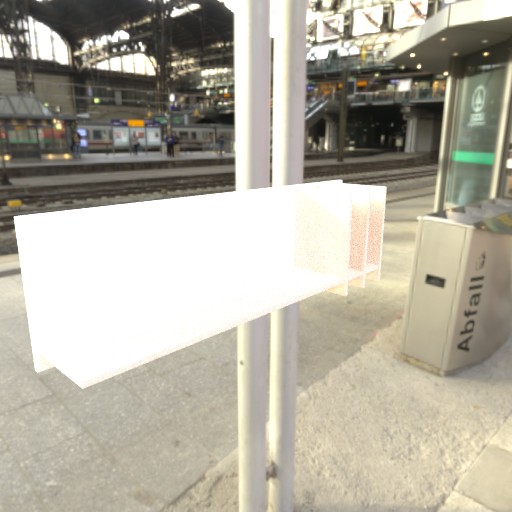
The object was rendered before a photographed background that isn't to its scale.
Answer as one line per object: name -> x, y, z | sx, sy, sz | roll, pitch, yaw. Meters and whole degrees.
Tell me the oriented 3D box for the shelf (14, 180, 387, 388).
shelf -> 0.000, 0.000, 1.105 | 0.200, 0.300, 1.020 | 14, 20, 42
